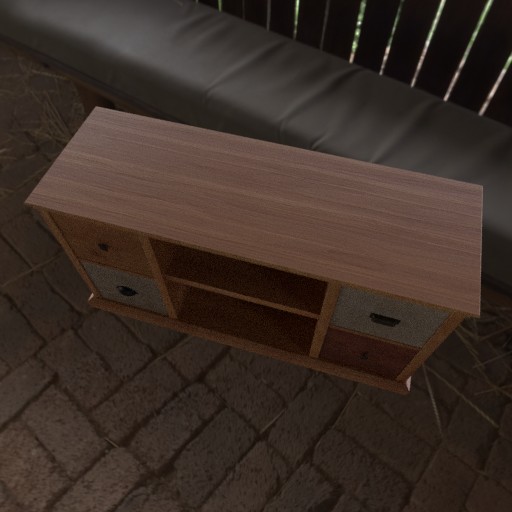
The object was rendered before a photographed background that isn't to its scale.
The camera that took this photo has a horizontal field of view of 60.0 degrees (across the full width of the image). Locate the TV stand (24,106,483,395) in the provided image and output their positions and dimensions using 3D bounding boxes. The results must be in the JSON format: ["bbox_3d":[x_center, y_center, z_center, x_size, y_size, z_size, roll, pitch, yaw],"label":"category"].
[{"bbox_3d":[0.000,0.000,1.449,1.181,0.607,0.417,14,58,9],"label":"TV stand"}]
